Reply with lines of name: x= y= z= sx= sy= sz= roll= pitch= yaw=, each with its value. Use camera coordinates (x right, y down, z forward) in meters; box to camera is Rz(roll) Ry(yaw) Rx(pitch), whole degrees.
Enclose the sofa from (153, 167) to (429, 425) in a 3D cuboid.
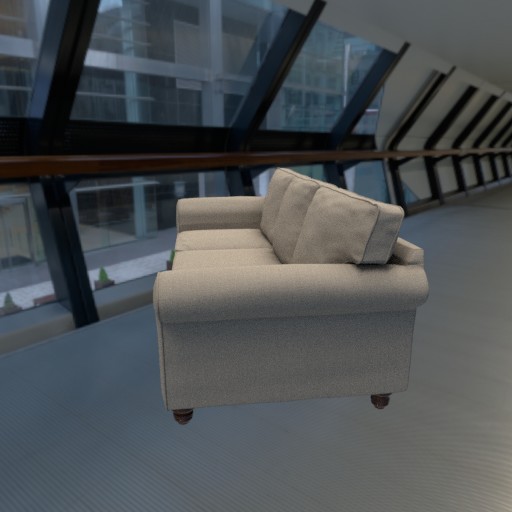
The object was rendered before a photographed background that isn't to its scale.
sofa: x=0.000 y=0.000 z=2.570 sx=0.998 sy=0.889 sz=2.118 roll=-2 pitch=15 yaw=-7
